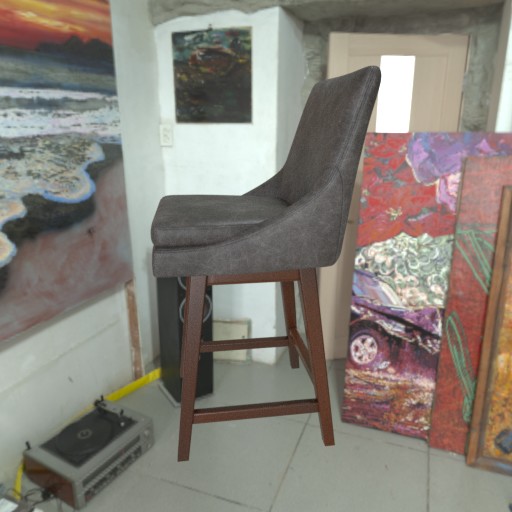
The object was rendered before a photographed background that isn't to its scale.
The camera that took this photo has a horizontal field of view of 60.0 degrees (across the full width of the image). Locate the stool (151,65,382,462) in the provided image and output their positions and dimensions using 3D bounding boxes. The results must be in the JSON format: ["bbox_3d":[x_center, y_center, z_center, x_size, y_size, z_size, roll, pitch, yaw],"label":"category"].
[{"bbox_3d":[0.000,0.000,1.359,0.587,1.046,0.492,-2,17,-8],"label":"stool"}]
